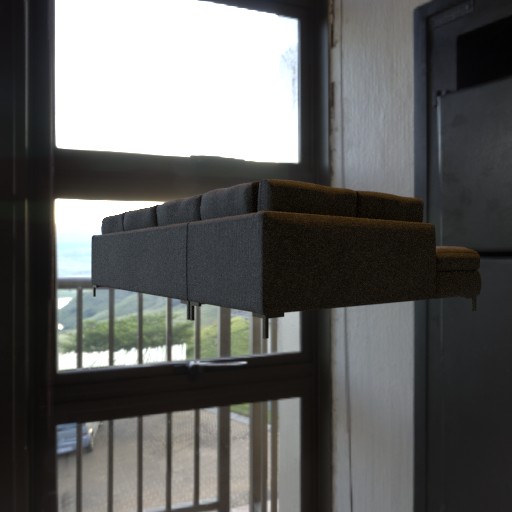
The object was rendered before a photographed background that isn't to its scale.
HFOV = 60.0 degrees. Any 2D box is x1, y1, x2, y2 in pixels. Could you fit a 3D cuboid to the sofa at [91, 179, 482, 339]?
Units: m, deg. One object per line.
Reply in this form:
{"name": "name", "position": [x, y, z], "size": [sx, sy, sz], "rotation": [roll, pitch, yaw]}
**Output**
{"name": "sofa", "position": [0.000, 0.000, 3.863], "size": [2.007, 0.815, 2.949], "rotation": [0, 0, -36]}
